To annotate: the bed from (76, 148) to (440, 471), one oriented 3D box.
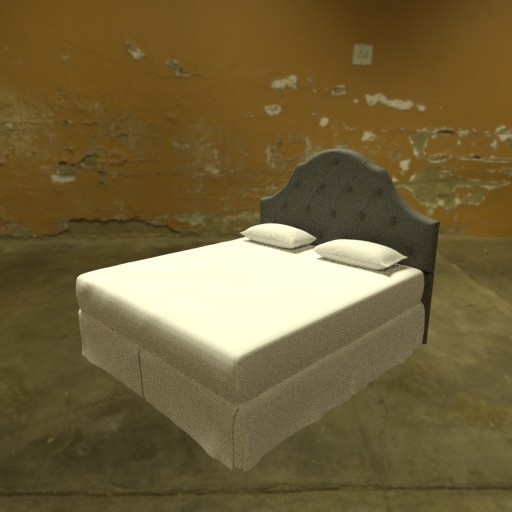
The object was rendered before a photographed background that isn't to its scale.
[{"bbox_3d":[0.000,0.000,3.524,2.214,1.615,2.008,-15,21,-43],"label":"bed"}]
